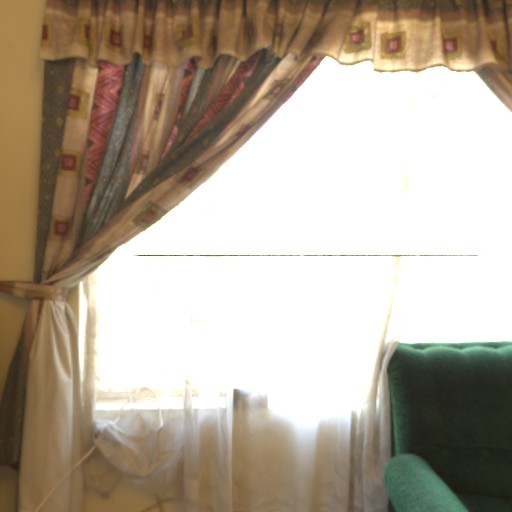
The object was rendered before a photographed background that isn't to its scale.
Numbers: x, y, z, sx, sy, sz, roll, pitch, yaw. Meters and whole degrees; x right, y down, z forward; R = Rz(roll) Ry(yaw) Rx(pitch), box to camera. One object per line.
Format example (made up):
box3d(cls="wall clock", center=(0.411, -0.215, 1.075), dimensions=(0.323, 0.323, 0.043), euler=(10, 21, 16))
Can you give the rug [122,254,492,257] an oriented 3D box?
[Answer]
box3d(cls="rug", center=(0.000, 0.000, 4.323), dimensions=(2.464, 0.010, 3.327), euler=(0, 0, -19))
